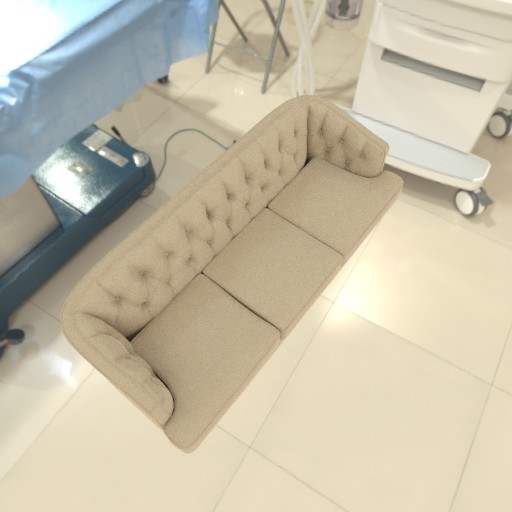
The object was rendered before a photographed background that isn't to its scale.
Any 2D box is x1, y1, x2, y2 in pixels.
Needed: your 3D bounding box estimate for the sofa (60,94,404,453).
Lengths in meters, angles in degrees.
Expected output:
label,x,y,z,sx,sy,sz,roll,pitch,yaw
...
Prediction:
label,x,y,z,sx,sy,sz,roll,pitch,yaw
sofa,0.000,0.000,2.830,0.941,0.855,2.278,34,64,19
